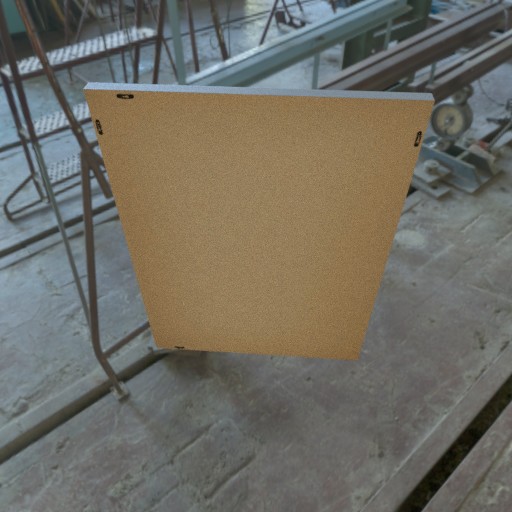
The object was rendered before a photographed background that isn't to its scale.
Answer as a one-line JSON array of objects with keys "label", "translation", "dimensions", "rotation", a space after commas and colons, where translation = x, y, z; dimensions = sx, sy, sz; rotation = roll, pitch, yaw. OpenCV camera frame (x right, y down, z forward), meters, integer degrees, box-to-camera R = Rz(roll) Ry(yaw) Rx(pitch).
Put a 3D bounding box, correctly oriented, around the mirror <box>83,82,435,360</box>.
[{"label": "mirror", "translation": [0.000, 0.000, 1.327], "dimensions": [0.762, 1.016, 0.040], "rotation": [3, 45, 3]}]
